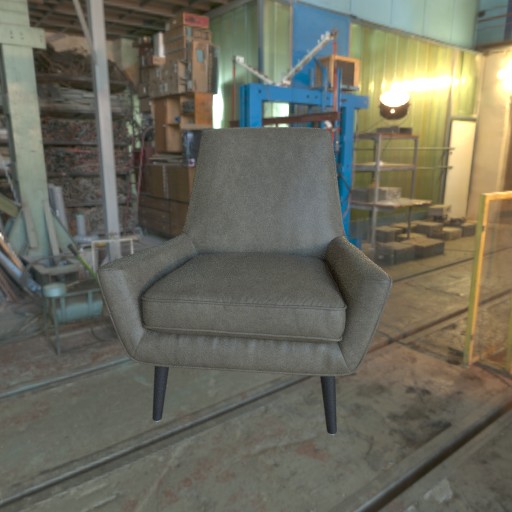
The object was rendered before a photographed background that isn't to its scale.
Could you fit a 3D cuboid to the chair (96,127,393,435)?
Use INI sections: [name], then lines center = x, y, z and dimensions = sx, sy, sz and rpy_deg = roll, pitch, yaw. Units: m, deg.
[chair]
center = 0.000, 0.000, 1.536
dimensions = 0.787, 0.888, 0.824
rpy_deg = 2, 14, 7
